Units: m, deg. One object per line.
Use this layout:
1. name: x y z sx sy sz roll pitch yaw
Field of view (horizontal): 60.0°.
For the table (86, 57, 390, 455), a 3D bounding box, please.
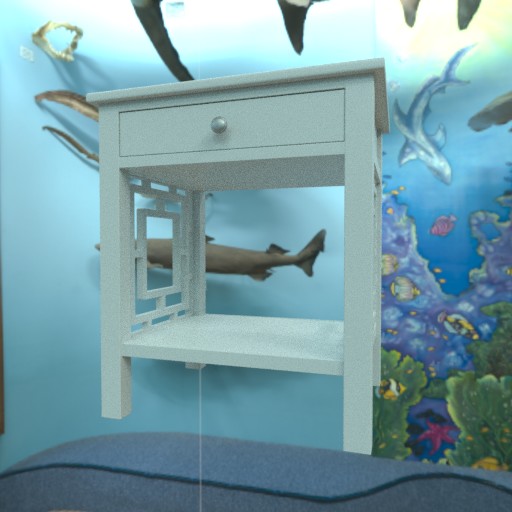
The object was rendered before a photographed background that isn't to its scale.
1. table: 0.000 0.000 0.997 0.564 0.646 0.451 0 2 18
